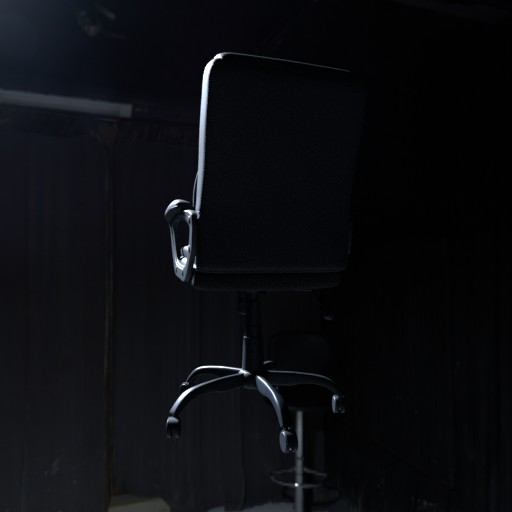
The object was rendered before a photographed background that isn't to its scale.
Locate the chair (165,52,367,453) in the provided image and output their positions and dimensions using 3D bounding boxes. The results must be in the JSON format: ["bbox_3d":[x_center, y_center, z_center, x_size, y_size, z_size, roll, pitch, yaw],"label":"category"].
[{"bbox_3d":[0.000,0.000,1.481,0.615,1.072,0.655,0,-1,-19],"label":"chair"}]
